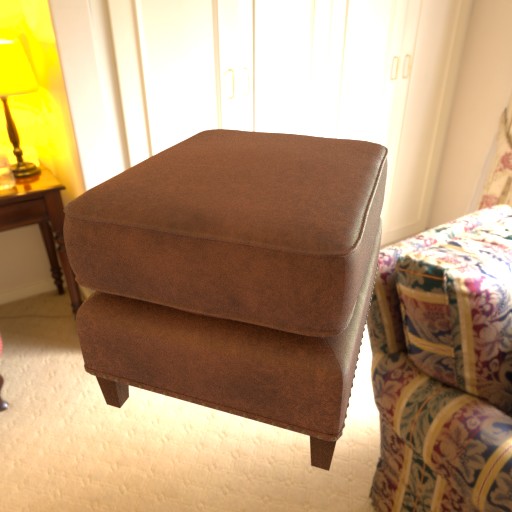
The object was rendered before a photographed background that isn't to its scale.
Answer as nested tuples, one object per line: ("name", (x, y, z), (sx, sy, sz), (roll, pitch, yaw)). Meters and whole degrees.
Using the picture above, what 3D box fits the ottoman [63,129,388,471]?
("ottoman", (0.000, 0.000, 1.133), (0.589, 0.537, 0.738), (9, 30, 17))
